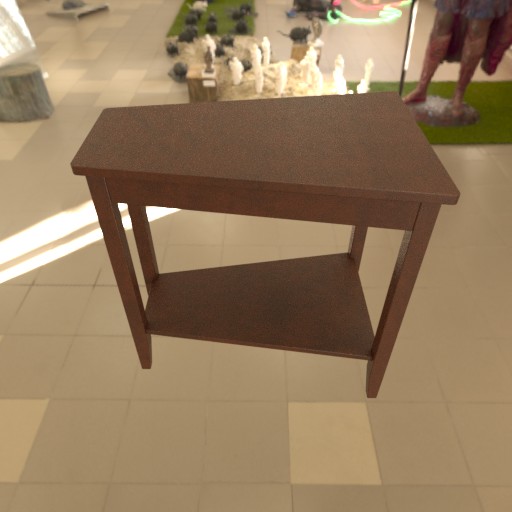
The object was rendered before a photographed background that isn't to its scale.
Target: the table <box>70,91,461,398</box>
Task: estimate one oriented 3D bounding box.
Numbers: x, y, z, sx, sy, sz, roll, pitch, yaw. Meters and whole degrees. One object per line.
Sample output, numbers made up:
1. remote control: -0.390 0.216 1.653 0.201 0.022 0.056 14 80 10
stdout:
1. table: 0.000 0.000 0.994 0.605 0.589 0.399 0 42 0
